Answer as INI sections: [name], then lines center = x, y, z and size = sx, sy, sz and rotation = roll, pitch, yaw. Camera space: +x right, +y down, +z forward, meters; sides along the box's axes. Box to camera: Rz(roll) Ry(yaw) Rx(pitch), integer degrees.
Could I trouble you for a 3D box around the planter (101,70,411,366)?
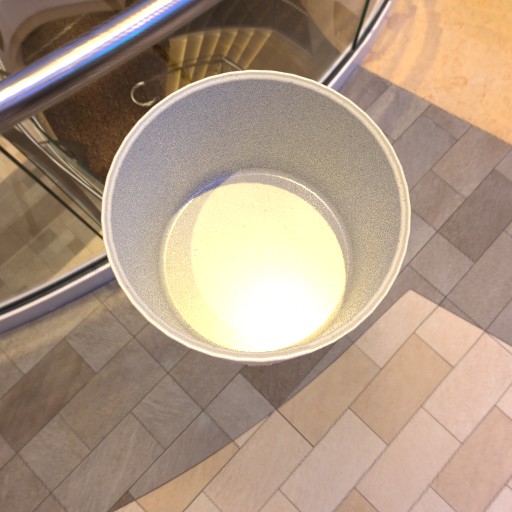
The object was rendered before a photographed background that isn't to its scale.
[planter]
center = 0.000, 0.000, 0.271
size = 0.130, 0.178, 0.130
rotation = 0, 76, 0
